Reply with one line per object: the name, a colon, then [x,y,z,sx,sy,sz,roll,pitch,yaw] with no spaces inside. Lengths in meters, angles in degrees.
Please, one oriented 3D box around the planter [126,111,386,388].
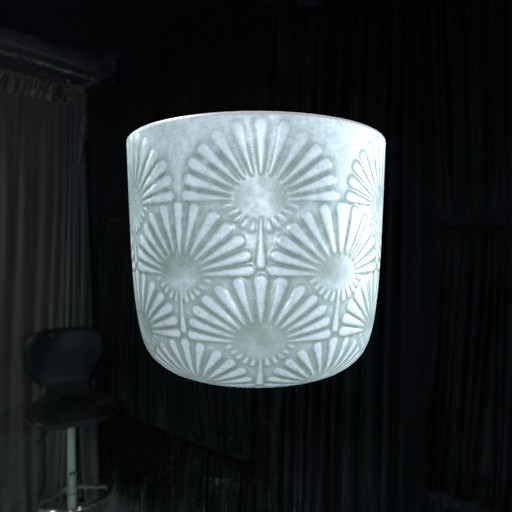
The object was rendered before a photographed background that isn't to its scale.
planter: [0.000,0.000,0.222,0.124,0.109,0.124,0,2,0]
